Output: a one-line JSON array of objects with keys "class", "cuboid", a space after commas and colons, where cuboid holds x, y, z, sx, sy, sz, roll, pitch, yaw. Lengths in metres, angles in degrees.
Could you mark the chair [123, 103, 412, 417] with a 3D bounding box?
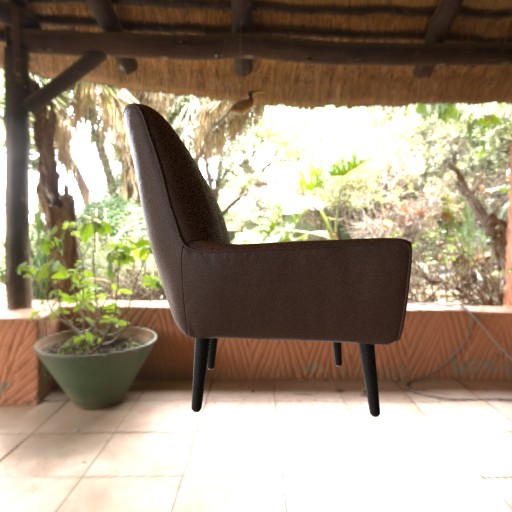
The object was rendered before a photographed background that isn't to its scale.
[{"class": "chair", "cuboid": [0.000, 0.000, 1.493, 0.824, 0.888, 0.787, 0, 1, -1]}]
